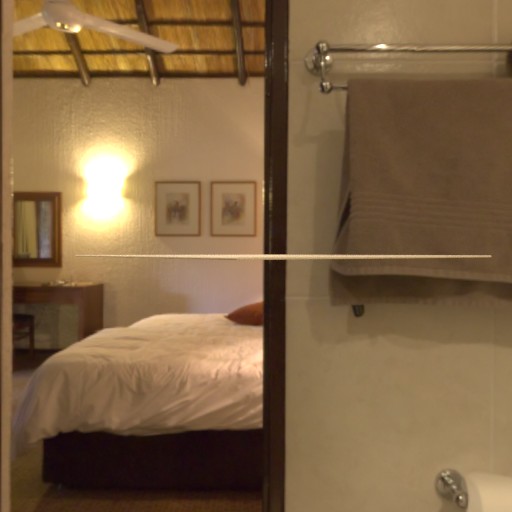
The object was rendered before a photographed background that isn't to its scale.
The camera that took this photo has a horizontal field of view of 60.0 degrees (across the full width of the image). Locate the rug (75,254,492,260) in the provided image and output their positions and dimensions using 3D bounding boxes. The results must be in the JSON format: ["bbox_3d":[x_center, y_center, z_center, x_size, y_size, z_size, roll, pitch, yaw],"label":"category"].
[{"bbox_3d":[0.000,0.000,3.907,2.353,0.014,2.945,0,0,-36],"label":"rug"}]
